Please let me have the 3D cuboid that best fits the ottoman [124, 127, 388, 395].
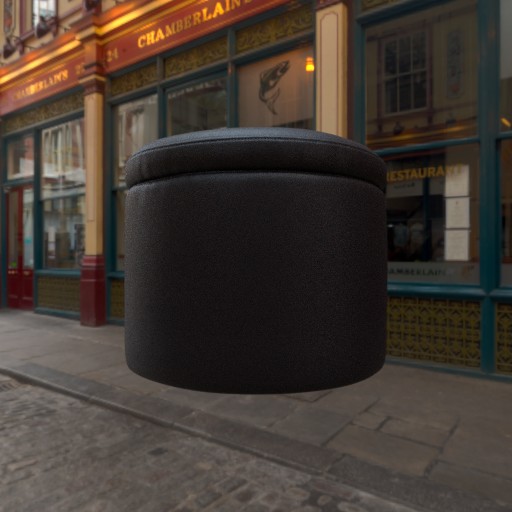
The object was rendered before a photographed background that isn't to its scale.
[{"bbox_3d":[0.000,0.000,0.882,0.501,0.409,0.501,0,-1,0],"label":"ottoman"}]
